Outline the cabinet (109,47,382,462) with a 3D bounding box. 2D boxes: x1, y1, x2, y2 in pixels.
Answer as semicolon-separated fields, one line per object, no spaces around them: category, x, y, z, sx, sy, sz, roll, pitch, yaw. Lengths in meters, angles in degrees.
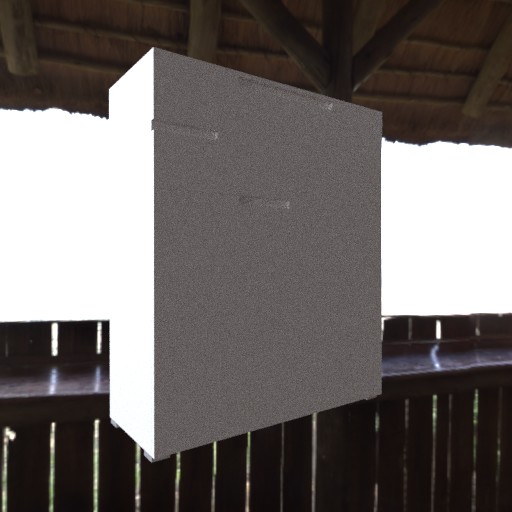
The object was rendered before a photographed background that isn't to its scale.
cabinet;0.000;0.000;1.712;1.000;1.190;0.400;0;1;-36
